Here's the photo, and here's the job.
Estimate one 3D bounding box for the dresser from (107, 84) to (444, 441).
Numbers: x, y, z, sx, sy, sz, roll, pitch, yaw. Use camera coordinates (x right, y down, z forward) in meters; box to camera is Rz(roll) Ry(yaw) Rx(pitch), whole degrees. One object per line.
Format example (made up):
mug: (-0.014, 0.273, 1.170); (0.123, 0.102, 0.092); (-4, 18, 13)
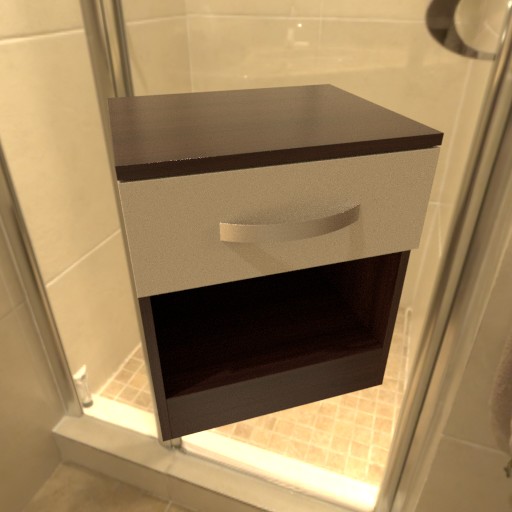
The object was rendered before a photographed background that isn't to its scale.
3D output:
dresser: (0.000, 0.000, 0.754); (0.400, 0.470, 0.360); (-9, 33, -15)
